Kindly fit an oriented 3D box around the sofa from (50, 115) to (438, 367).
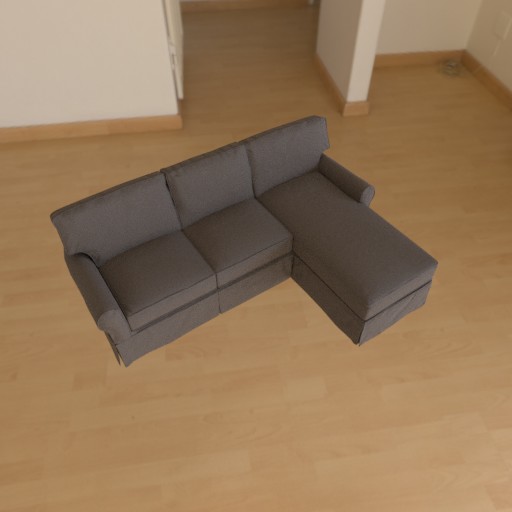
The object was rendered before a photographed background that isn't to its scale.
[{"bbox_3d":[0.000,0.000,3.386,2.475,0.978,1.733,-26,52,-22],"label":"sofa"}]
